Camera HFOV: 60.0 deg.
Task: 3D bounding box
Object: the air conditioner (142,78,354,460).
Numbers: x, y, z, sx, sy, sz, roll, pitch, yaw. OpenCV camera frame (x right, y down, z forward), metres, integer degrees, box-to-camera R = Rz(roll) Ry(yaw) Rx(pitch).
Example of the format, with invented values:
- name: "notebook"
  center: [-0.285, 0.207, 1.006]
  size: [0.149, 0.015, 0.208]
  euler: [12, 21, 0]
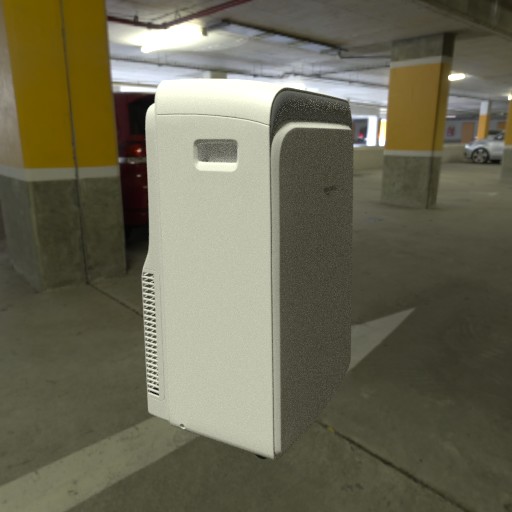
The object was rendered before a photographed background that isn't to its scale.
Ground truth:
- name: "air conditioner"
  center: [0.000, 0.000, 0.969]
  size: [0.365, 0.700, 0.454]
  euler: [8, 17, 28]
